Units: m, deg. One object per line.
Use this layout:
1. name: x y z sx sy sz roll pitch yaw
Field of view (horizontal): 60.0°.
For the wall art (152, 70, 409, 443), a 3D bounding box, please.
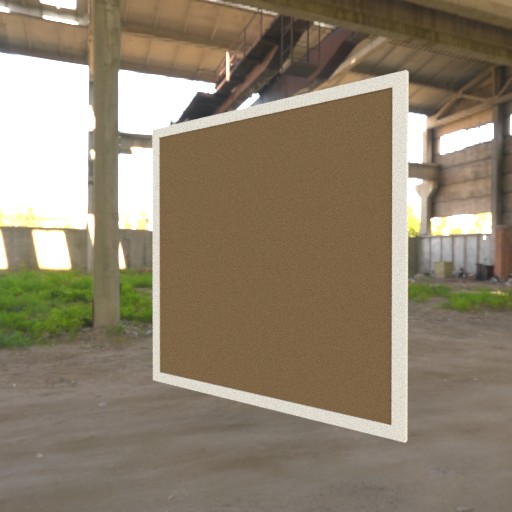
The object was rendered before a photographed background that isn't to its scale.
1. wall art: 0.000 0.000 1.207 0.812 0.812 0.015 0 1 35
